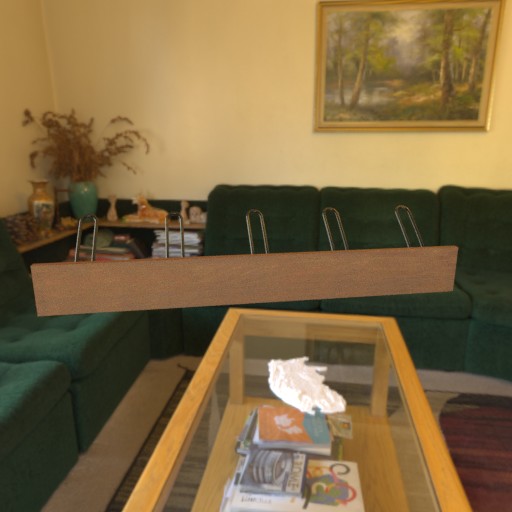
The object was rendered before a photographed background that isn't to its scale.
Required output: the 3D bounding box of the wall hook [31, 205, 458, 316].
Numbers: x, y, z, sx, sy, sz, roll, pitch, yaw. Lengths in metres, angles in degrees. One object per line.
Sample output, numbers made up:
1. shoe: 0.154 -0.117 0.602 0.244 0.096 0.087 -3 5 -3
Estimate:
1. wall hook: 0.000 0.000 0.608 0.554 0.116 0.076 -3 16 -9
